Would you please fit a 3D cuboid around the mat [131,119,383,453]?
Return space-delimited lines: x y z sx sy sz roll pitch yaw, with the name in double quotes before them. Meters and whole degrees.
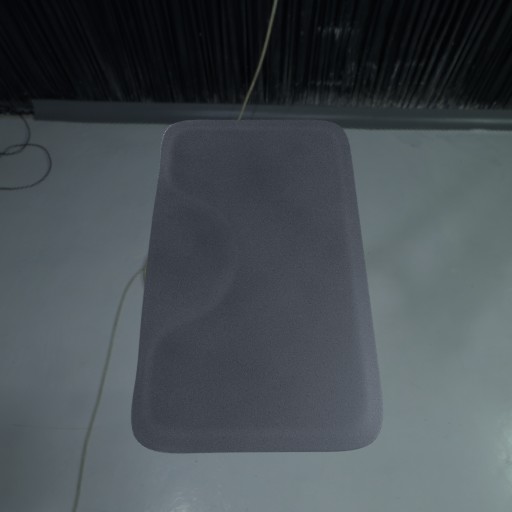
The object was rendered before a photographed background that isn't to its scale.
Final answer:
"mat" 0.000 0.000 1.875 0.918 0.013 1.524 0 64 0
